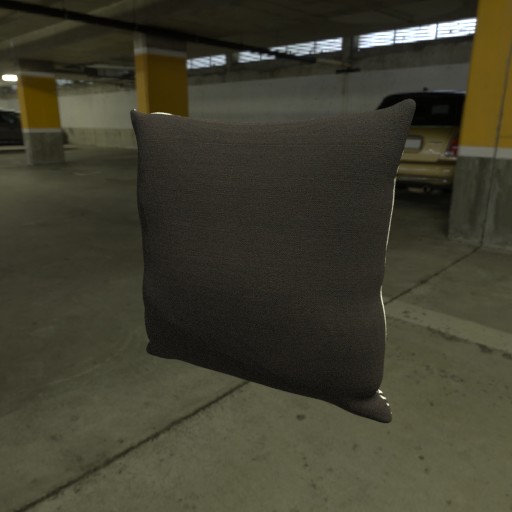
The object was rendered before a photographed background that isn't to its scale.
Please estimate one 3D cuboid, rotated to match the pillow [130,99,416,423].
[{"bbox_3d":[0.000,0.000,0.671,0.440,0.441,0.182,8,19,25],"label":"pillow"}]
